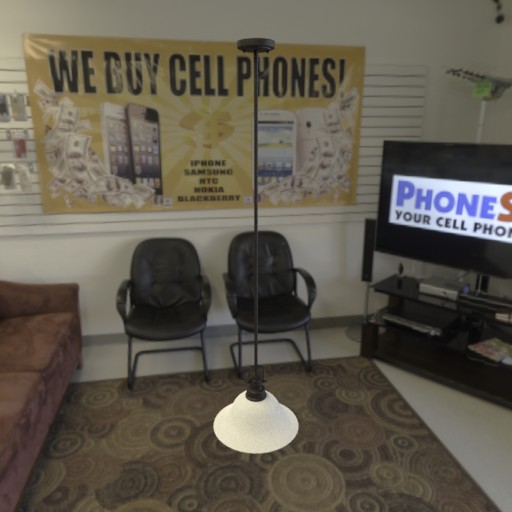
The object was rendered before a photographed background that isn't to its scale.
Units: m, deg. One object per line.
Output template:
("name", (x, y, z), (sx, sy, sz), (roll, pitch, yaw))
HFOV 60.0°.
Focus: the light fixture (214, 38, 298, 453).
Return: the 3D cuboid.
("light fixture", (0.000, 0.000, 1.513), (0.324, 1.337, 0.324), (-2, 16, -7))
